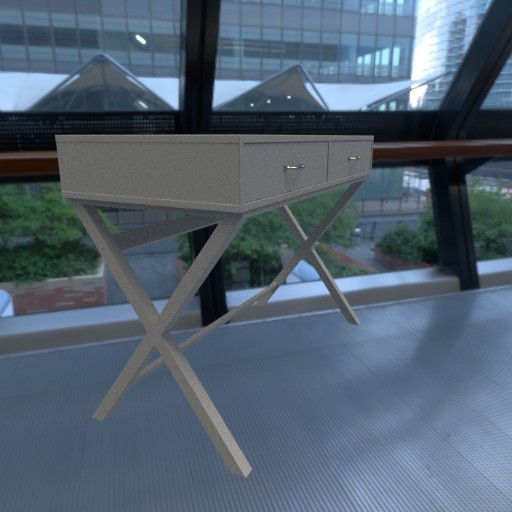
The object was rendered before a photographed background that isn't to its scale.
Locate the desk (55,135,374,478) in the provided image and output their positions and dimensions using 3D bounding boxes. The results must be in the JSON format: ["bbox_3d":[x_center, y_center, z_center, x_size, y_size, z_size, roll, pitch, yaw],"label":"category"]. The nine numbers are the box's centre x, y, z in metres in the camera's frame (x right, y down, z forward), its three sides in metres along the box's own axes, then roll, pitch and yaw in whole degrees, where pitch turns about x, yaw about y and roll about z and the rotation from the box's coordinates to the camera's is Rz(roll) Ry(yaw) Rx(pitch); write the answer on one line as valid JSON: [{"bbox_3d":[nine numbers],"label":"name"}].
[{"bbox_3d":[0.000,0.000,1.489,0.525,0.780,1.057,8,17,27],"label":"desk"}]
